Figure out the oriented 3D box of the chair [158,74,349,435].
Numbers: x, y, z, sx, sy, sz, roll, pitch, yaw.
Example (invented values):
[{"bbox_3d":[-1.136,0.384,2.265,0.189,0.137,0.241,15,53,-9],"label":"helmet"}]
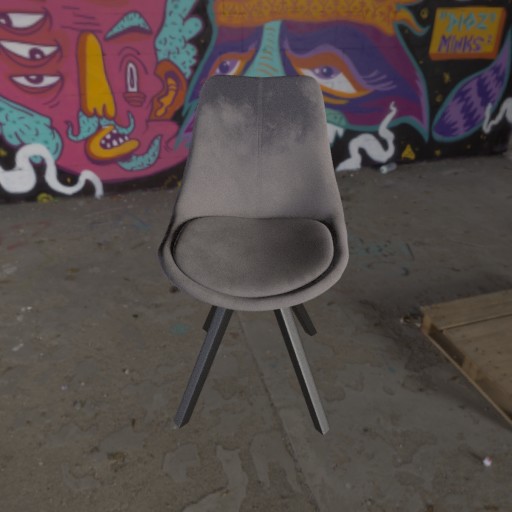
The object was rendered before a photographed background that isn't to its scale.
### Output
[{"bbox_3d":[0.000,0.000,1.200,0.476,0.850,0.550,2,30,3],"label":"chair"}]
